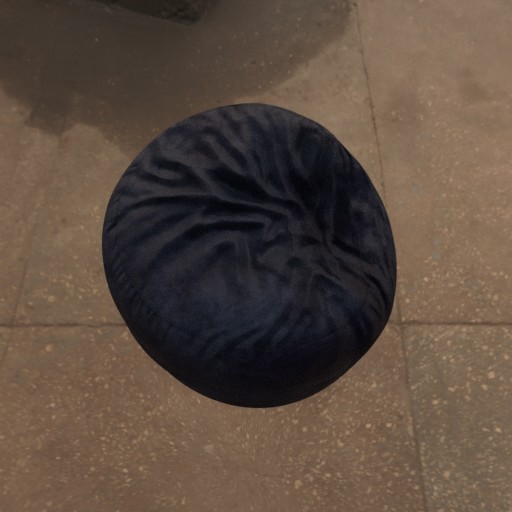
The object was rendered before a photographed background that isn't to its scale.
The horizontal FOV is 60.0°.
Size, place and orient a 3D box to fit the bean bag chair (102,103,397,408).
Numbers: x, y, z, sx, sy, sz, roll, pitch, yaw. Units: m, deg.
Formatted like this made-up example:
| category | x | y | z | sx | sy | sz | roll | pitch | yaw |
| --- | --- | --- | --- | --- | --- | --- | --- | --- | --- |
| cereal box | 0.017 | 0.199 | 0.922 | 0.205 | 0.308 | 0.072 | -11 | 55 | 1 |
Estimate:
| category | x | y | z | sx | sy | sz | roll | pitch | yaw |
| --- | --- | --- | --- | --- | --- | --- | --- | --- | --- |
| bean bag chair | 0.000 | 0.000 | 1.458 | 0.918 | 0.616 | 0.918 | 0 | 64 | 0 |
